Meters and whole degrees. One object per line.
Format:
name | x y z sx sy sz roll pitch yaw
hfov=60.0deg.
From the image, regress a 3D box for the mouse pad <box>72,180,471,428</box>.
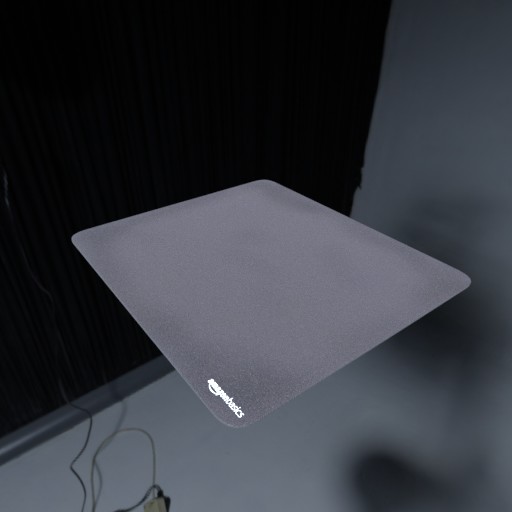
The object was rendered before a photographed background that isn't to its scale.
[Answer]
mouse pad | 0.000 0.000 0.634 0.393 0.002 0.451 -22 38 -31
